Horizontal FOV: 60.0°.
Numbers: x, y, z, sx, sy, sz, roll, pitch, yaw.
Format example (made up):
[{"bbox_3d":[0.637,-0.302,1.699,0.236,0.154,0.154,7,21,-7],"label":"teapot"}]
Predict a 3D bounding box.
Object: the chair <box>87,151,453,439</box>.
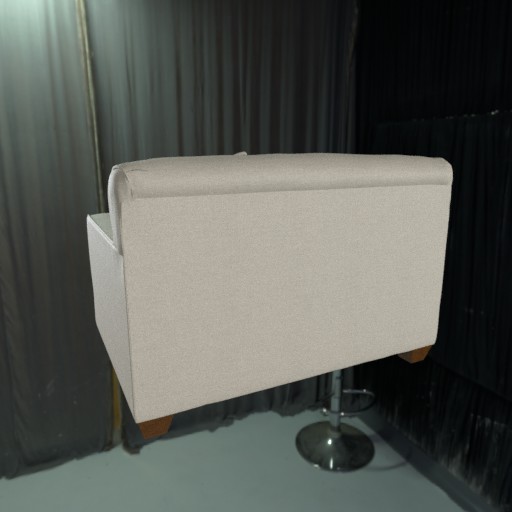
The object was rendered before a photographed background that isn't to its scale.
[{"bbox_3d":[0.000,0.000,2.059,1.383,0.948,1.000,-7,15,-26],"label":"chair"}]
